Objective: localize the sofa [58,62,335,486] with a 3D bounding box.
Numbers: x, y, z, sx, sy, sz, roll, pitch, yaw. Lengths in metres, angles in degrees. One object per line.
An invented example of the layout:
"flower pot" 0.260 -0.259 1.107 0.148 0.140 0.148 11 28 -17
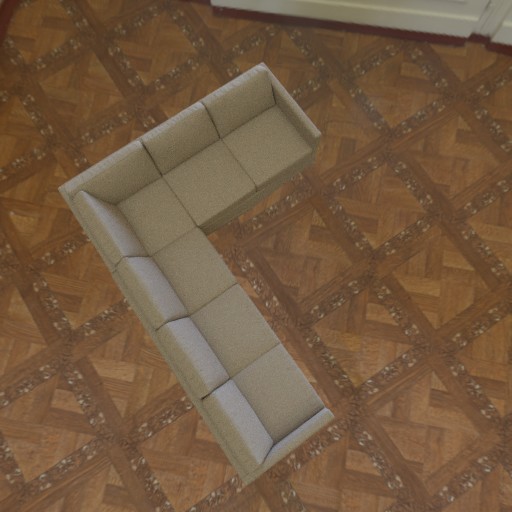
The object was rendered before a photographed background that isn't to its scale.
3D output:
"sofa" 0.000 0.000 4.310 2.432 0.871 3.182 -34 79 -8
